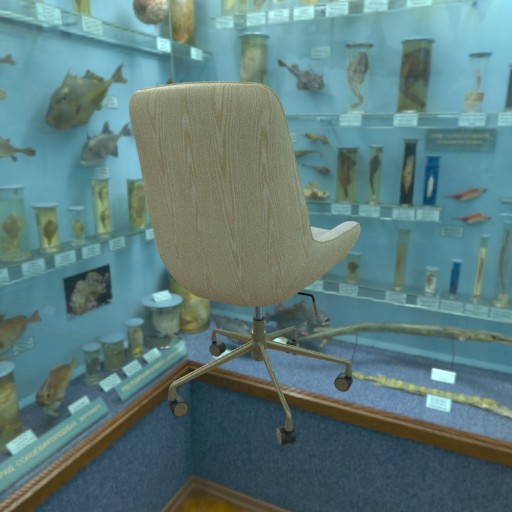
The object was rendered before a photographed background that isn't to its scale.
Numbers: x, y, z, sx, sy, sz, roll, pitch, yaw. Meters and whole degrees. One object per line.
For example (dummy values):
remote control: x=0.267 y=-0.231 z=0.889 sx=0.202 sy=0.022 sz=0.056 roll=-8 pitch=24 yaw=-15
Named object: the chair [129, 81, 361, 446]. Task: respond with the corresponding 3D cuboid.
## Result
chair: x=0.000 y=0.000 z=1.373 sx=0.564 sy=0.952 sz=0.668 roll=8 pitch=17 yaw=27
